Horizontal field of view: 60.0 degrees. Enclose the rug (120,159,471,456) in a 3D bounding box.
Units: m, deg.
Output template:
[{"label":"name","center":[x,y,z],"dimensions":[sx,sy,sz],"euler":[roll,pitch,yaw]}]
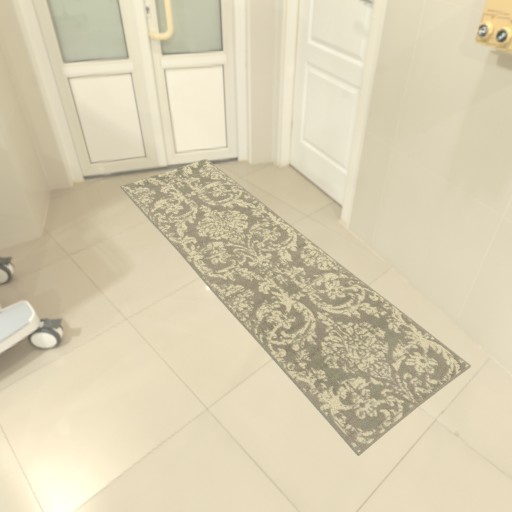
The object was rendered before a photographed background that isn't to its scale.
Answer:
[{"label":"rug","center":[0.000,0.000,2.393],"dimensions":[0.662,0.011,2.196],"euler":[-25,46,-26]}]
